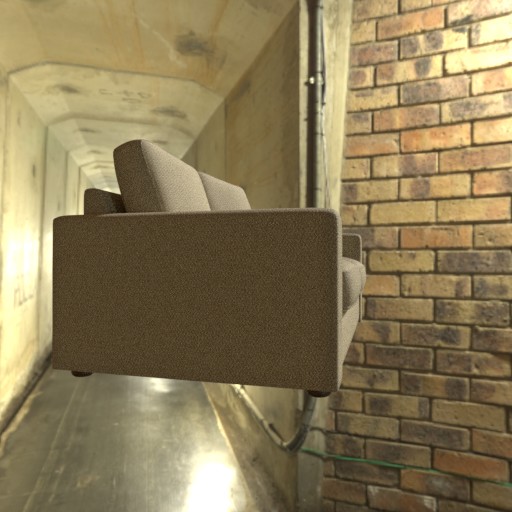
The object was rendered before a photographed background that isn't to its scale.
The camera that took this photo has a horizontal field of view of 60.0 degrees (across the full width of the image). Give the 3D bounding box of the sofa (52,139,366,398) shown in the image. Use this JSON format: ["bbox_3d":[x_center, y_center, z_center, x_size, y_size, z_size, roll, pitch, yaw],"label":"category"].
[{"bbox_3d":[0.000,0.000,2.162,1.016,0.873,1.616,0,0,16],"label":"sofa"}]
